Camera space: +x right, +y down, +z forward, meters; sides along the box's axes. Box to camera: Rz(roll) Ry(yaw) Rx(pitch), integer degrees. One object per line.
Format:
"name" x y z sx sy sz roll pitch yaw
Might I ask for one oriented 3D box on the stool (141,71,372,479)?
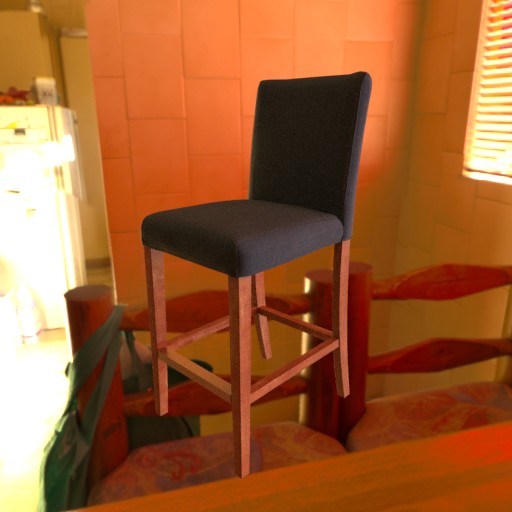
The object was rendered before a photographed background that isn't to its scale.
"stool" 0.000 0.000 1.397 0.454 1.088 0.574 16 23 42
